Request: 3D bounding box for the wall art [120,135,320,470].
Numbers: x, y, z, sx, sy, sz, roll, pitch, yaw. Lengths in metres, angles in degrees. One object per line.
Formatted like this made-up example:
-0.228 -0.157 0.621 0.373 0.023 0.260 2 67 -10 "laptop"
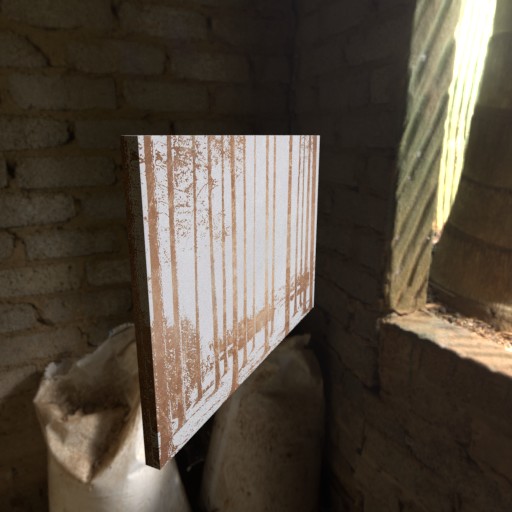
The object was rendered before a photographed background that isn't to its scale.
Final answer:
0.000 0.000 1.160 0.035 0.609 0.914 7 17 24 "wall art"
